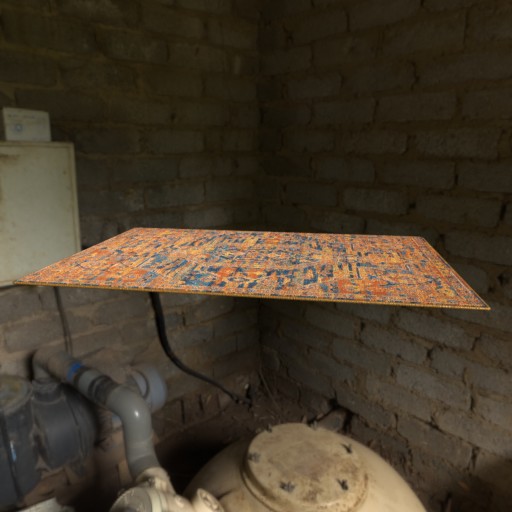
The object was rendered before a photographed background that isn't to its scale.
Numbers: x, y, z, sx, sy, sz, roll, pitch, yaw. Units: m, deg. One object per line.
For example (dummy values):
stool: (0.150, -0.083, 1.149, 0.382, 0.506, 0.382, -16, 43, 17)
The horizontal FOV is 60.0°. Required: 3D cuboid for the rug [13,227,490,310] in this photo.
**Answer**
rug: (0.000, 0.000, 1.052, 0.863, 0.008, 0.557, 2, 15, 9)
